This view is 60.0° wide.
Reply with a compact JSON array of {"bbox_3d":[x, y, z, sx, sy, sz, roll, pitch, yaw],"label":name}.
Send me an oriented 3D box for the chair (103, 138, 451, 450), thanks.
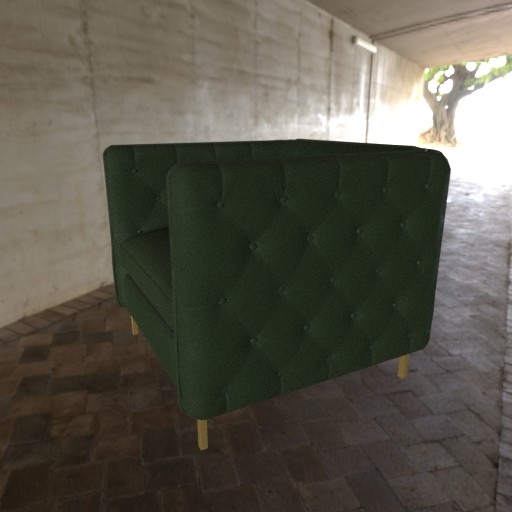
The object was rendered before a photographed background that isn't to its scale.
[{"bbox_3d":[0.000,0.000,1.564,0.855,0.768,0.917,-9,19,-27],"label":"chair"}]
